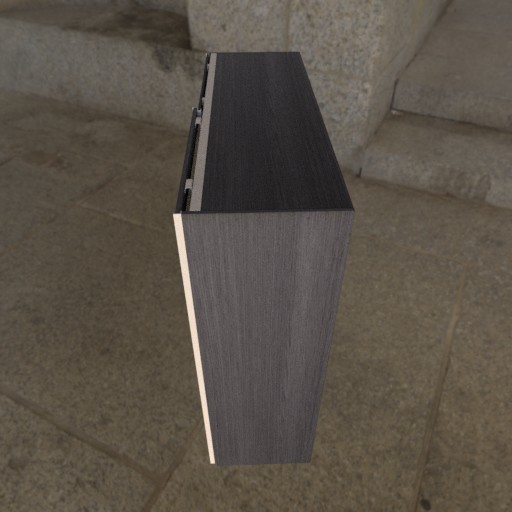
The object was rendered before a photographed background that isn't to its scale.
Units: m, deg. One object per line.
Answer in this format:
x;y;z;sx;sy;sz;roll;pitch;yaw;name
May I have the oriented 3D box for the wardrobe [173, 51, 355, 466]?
0.000;0.000;2.838;0.629;1.960;1.780;-1;41;-1;wardrobe
